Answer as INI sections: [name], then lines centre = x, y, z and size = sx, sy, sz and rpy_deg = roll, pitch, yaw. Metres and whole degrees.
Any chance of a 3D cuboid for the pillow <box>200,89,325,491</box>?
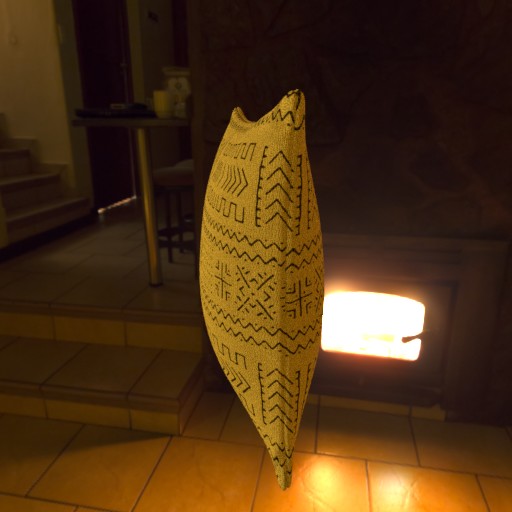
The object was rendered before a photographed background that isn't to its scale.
[pillow]
centre = 0.000, 0.000, 0.645
size = 0.164, 0.430, 0.438
rpy_deg = -3, 17, -9
